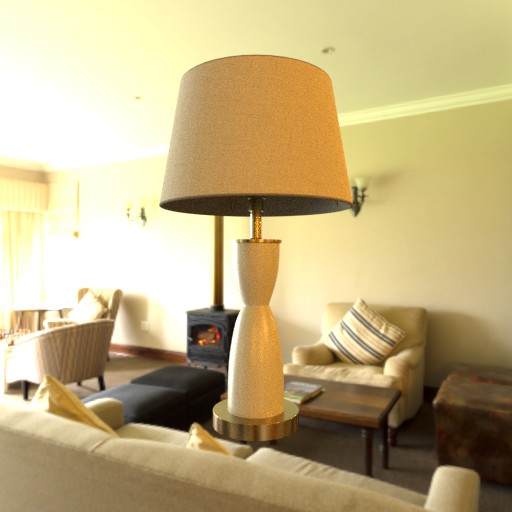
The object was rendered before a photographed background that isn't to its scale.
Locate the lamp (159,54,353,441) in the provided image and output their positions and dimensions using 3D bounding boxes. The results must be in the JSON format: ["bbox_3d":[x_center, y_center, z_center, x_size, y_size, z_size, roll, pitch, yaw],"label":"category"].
[{"bbox_3d":[0.000,0.000,0.721,0.309,0.545,0.309,0,0,0],"label":"lamp"}]
